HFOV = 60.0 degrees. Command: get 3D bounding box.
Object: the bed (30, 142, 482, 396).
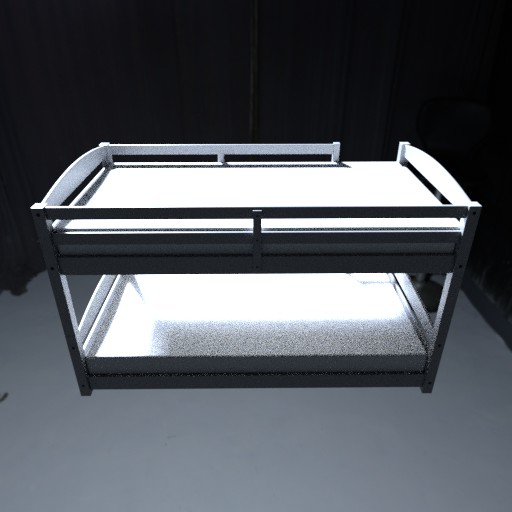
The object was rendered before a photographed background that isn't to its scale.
[{"bbox_3d":[0.000,0.000,2.724,2.013,1.206,1.105,0,29,-1],"label":"bed"}]
